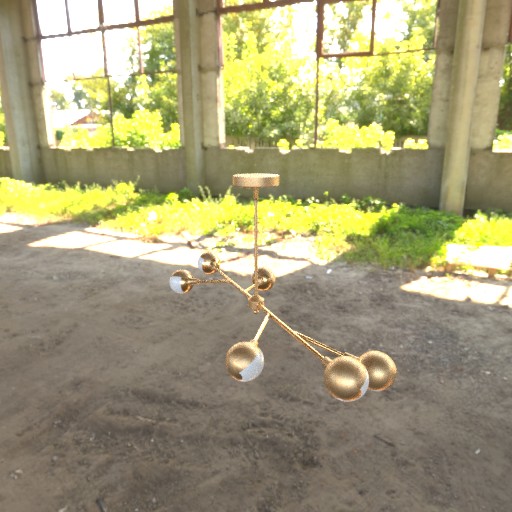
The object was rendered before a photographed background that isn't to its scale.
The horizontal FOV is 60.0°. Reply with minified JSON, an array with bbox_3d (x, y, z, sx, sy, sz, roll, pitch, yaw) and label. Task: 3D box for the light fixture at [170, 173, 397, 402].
[{"bbox_3d":[0.000,0.000,1.007,0.434,0.362,0.778,-2,15,-7],"label":"light fixture"}]
